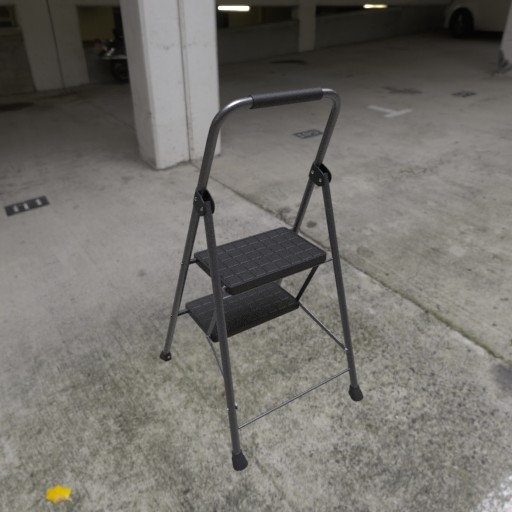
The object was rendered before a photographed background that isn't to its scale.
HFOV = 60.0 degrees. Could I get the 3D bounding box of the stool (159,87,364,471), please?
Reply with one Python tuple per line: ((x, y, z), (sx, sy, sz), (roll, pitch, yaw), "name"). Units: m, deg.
((0.000, 0.000, 1.188), (0.450, 0.872, 0.514), (-18, 34, -28), "stool")
